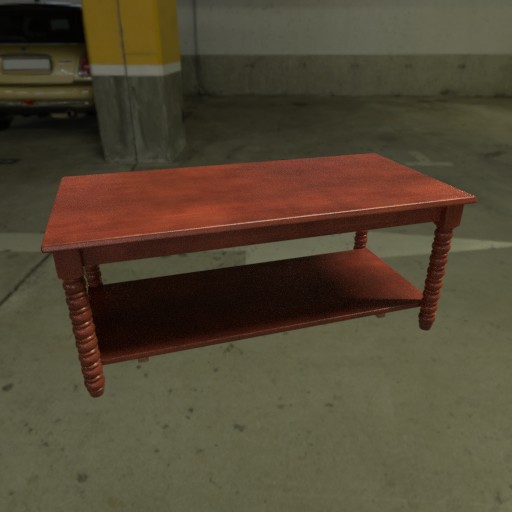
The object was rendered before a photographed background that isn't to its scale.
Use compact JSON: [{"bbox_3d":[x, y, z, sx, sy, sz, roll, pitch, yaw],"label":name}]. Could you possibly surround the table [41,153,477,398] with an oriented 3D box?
[{"bbox_3d":[0.000,0.000,1.480,1.171,0.485,0.580,-8,27,-15],"label":"table"}]
